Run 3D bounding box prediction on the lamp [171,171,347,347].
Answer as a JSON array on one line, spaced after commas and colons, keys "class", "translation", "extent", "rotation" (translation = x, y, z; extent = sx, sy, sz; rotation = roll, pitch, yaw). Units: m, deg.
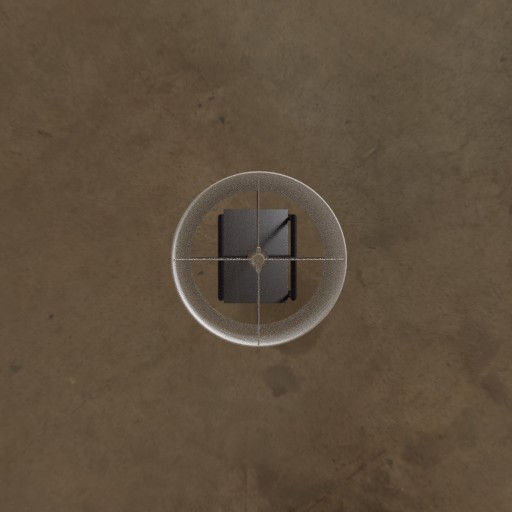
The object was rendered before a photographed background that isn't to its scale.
[{"class": "lamp", "translation": [0.000, 0.000, 1.681], "extent": [0.384, 1.474, 0.427], "rotation": [0, 91, 0]}]
